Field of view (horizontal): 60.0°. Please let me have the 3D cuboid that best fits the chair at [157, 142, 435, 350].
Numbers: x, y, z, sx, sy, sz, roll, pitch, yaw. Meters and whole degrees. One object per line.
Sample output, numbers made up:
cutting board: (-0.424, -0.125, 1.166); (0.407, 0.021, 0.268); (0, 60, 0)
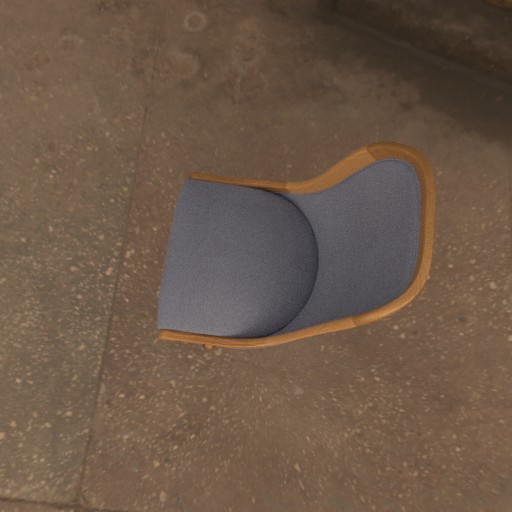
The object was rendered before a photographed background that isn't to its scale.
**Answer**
chair: (0.000, 0.000, 1.409); (0.735, 1.031, 0.605); (7, 77, 2)
